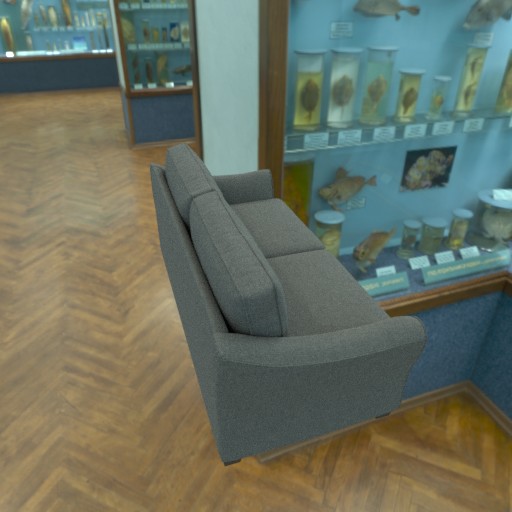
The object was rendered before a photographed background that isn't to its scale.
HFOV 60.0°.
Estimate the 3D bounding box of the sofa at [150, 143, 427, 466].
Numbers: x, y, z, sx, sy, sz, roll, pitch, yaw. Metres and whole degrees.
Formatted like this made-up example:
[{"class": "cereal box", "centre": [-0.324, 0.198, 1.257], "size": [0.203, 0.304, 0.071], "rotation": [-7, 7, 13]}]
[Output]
[{"class": "sofa", "centre": [0.000, 0.000, 2.775], "size": [1.013, 0.976, 2.203], "rotation": [-10, 32, -15]}]
